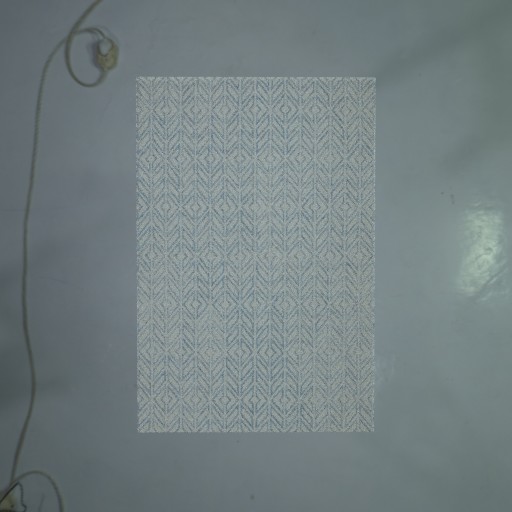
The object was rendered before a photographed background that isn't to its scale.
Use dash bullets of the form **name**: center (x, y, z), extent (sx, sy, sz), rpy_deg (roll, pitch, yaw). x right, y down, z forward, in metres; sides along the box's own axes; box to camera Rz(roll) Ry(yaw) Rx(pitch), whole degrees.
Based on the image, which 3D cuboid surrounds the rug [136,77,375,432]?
- **rug**: center (0.000, 0.000, 2.280), extent (1.220, 0.008, 1.824), rpy_deg (0, 91, 0)
